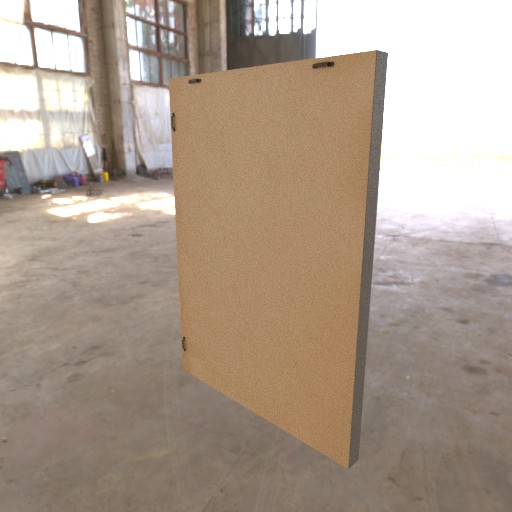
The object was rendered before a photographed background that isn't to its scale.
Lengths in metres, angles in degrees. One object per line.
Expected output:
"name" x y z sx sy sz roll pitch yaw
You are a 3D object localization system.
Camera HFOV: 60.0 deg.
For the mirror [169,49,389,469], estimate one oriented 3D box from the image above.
"mirror" 0.000 0.000 0.901 0.507 0.710 0.039 15 21 42
